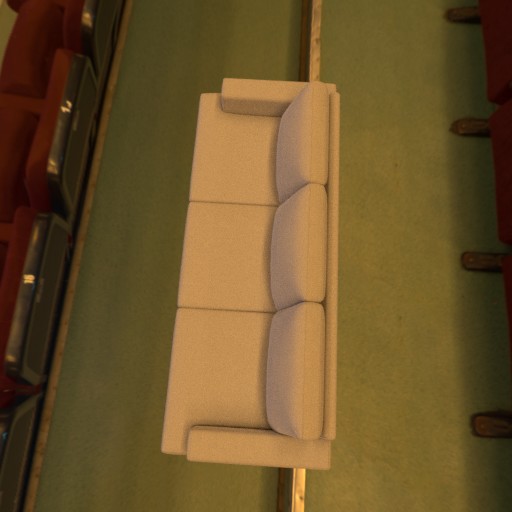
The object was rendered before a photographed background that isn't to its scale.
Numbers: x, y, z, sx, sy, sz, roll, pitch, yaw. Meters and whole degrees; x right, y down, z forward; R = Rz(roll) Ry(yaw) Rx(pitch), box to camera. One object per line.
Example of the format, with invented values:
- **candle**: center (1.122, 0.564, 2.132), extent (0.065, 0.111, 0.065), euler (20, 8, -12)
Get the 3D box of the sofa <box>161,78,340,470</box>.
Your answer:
- **sofa**: center (0.000, 0.000, 2.720), extent (0.920, 0.810, 2.310), euler (3, 74, 1)
